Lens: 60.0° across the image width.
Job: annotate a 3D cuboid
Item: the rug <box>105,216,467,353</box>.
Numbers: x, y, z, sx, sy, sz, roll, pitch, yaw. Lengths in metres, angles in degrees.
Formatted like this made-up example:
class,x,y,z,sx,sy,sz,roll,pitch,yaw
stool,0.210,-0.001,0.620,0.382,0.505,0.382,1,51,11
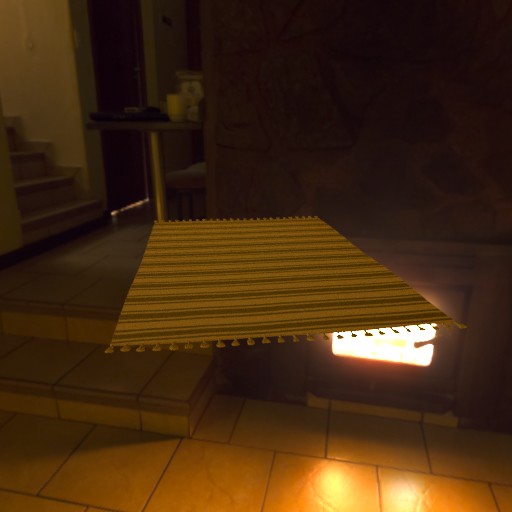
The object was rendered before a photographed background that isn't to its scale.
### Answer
class,x,y,z,sx,sy,sz,roll,pitch,yaw
rug,0.000,0.000,2.266,1.162,0.013,1.875,-2,17,-8
